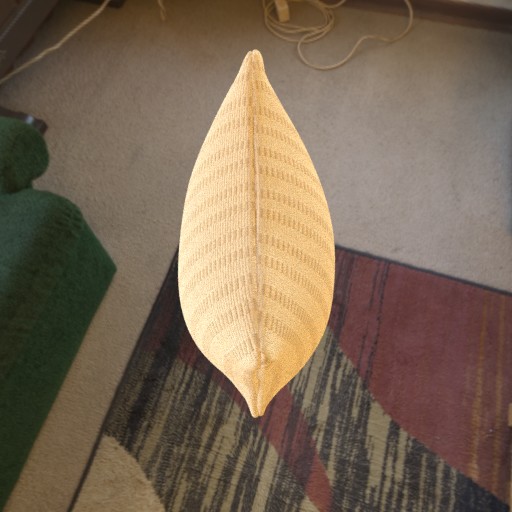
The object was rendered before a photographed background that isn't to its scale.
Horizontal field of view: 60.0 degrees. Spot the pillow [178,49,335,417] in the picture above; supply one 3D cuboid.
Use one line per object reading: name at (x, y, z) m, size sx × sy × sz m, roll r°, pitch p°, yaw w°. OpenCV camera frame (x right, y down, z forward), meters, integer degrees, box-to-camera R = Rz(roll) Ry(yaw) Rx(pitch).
pillow at (0.000, 0.000, 0.698) m, size 0.247 × 0.419 × 0.438 m, roll -1°, pitch 64°, yaw -1°
